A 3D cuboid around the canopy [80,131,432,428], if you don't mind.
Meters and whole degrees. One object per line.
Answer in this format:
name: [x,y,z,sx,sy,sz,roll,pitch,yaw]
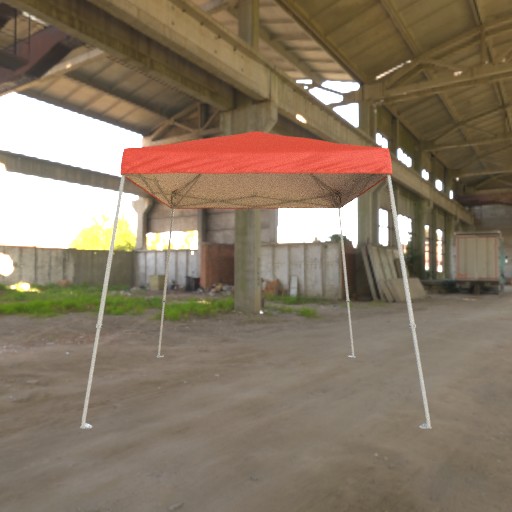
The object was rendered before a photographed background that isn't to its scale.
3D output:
canopy: [0.000,0.000,5.042,2.850,2.850,2.849,0,-1,0]
